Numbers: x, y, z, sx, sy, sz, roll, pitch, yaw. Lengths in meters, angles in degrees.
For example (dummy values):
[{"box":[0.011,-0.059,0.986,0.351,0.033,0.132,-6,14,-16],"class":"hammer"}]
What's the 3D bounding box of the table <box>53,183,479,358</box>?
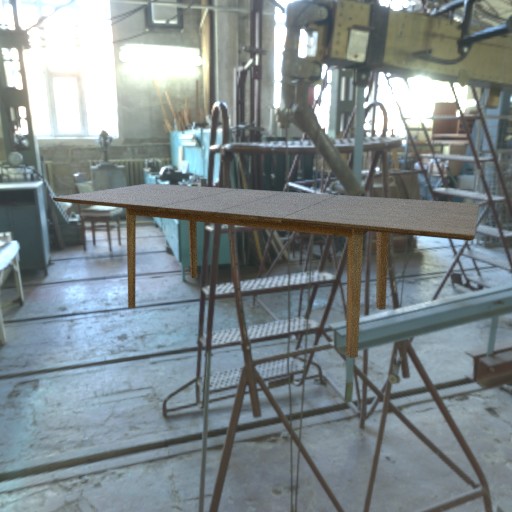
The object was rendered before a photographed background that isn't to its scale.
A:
[{"box":[0.000,0.000,2.992,2.603,0.752,1.000,8,17,26],"class":"table"}]
